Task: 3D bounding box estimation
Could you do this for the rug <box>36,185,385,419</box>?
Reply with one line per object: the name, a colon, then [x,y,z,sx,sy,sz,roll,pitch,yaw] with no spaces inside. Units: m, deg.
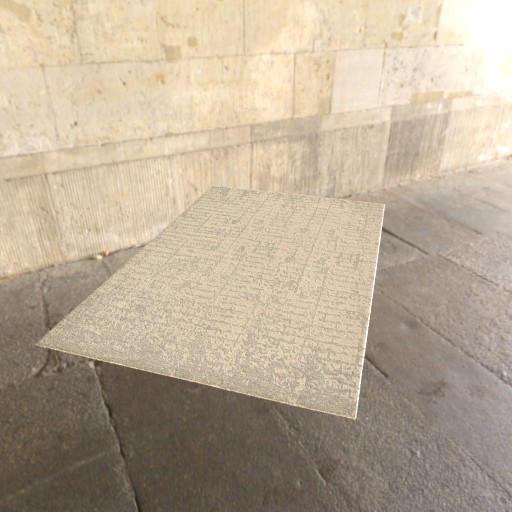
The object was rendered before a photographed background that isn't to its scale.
rug: [0.000,0.000,2.304,1.211,0.007,1.827,8,30,15]
